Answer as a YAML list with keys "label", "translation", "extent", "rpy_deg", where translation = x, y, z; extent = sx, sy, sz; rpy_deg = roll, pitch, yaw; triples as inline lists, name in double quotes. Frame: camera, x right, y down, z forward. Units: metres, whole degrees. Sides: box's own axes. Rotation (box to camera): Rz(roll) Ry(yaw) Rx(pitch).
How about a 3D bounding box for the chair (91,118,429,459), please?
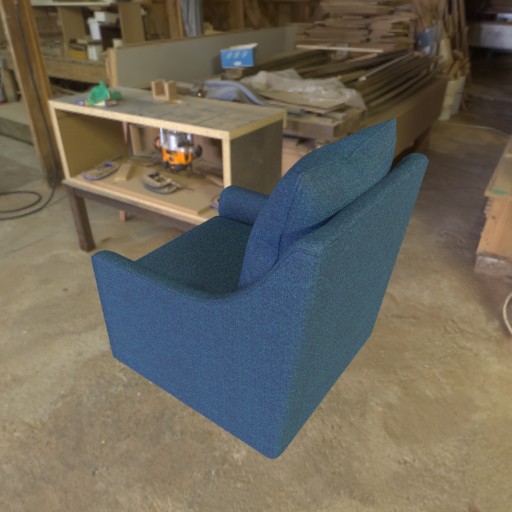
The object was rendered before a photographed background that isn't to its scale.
- label: "chair"
  translation: [0.000, 0.000, 1.569]
  extent: [0.870, 0.939, 0.750]
  rpy_deg: [21, 37, 30]
